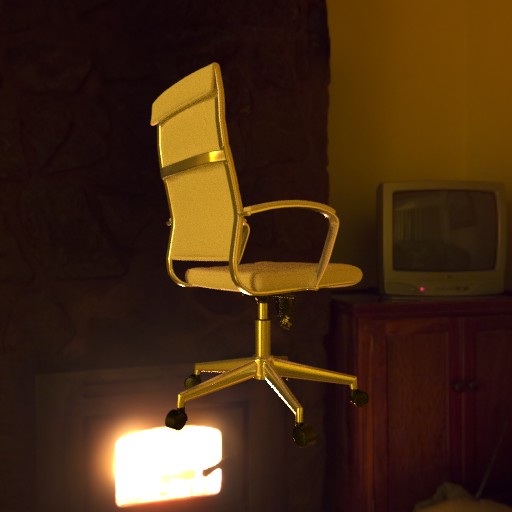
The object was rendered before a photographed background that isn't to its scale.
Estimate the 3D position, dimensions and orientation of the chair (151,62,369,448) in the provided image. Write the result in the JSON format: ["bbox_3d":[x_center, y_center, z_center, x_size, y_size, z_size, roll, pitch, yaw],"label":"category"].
[{"bbox_3d":[0.000,0.000,1.671,0.739,1.149,0.766,0,0,-36],"label":"chair"}]
